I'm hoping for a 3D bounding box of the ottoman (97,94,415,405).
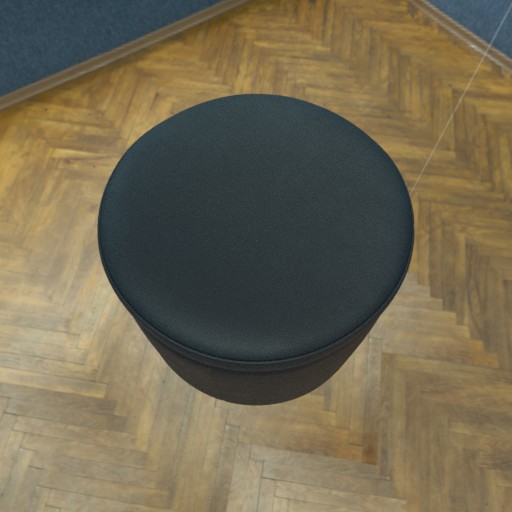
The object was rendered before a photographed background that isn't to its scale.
[{"bbox_3d":[0.000,0.000,0.852,0.501,0.409,0.501,0,63,0],"label":"ottoman"}]
